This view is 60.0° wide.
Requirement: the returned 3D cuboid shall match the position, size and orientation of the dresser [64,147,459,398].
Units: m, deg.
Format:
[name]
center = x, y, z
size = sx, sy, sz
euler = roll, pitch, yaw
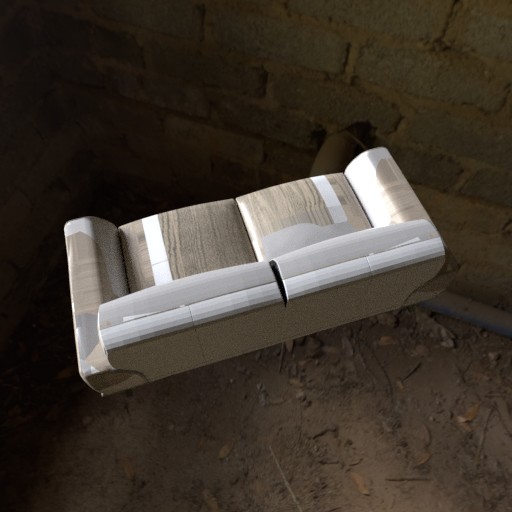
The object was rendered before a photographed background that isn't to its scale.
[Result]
[dresser]
center = 0.000, 0.000, 5.906
size = 4.679, 1.863, 2.251
euler = -15, 61, -9
